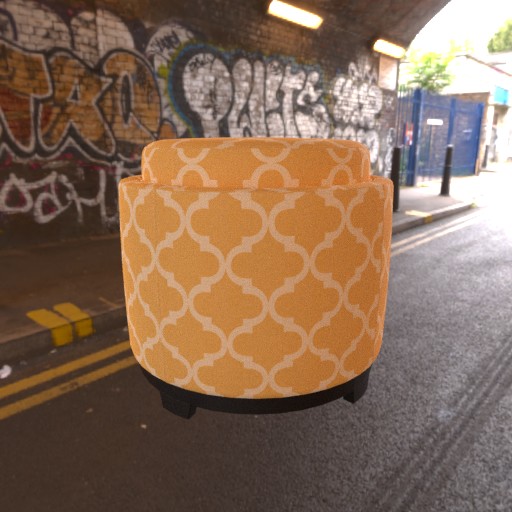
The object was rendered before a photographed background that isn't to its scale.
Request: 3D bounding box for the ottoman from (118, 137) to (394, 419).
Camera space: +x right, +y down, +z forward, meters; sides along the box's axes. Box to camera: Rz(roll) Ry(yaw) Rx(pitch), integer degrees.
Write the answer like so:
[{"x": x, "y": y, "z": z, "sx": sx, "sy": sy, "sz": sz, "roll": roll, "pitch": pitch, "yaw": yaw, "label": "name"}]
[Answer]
[{"x": 0.000, "y": 0.000, "z": 0.830, "sx": 0.480, "sy": 0.429, "sz": 0.480, "roll": 0, "pitch": 14, "yaw": 0, "label": "ottoman"}]
